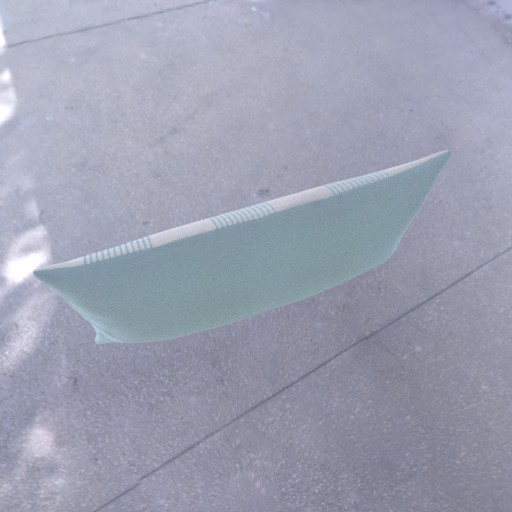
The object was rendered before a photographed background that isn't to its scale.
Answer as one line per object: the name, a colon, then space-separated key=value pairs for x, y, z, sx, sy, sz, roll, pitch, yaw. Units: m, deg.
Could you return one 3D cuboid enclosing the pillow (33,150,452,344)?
pillow: x=0.000 y=0.000 z=0.729 sx=0.610 sy=0.287 sz=0.151 roll=-17 pitch=61 yaw=-10
